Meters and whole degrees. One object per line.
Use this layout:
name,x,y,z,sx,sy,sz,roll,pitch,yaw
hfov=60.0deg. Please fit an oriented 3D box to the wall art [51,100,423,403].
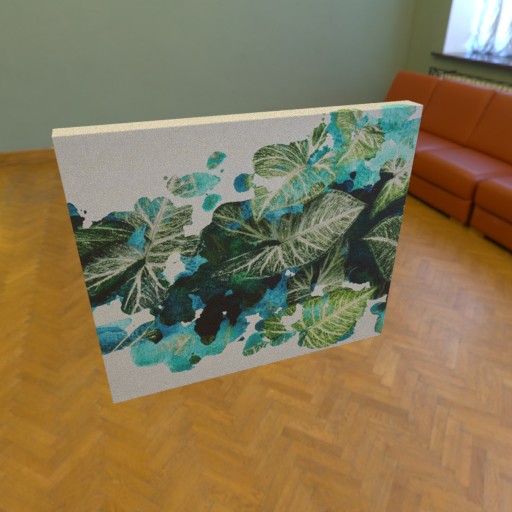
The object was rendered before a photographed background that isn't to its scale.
wall art,0.000,0.000,0.702,0.507,0.435,0.041,-10,32,-17
